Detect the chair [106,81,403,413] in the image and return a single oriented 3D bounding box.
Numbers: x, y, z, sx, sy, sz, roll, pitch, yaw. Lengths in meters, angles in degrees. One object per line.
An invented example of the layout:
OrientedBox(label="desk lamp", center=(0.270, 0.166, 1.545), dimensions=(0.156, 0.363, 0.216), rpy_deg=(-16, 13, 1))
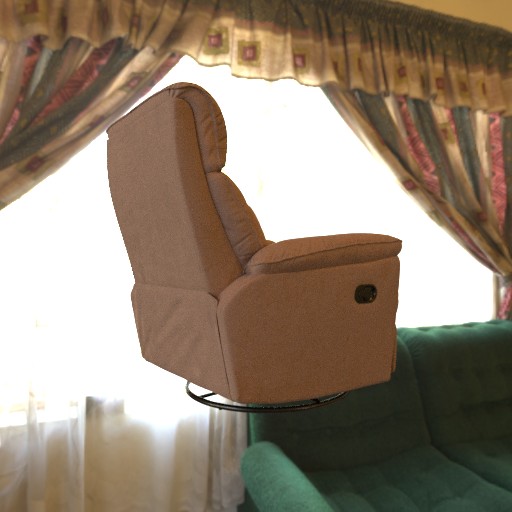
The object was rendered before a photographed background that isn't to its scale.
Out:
OrientedBox(label="chair", center=(0.000, 0.000, 1.735), dimensions=(1.004, 1.037, 0.820), rpy_deg=(0, 0, -37))
